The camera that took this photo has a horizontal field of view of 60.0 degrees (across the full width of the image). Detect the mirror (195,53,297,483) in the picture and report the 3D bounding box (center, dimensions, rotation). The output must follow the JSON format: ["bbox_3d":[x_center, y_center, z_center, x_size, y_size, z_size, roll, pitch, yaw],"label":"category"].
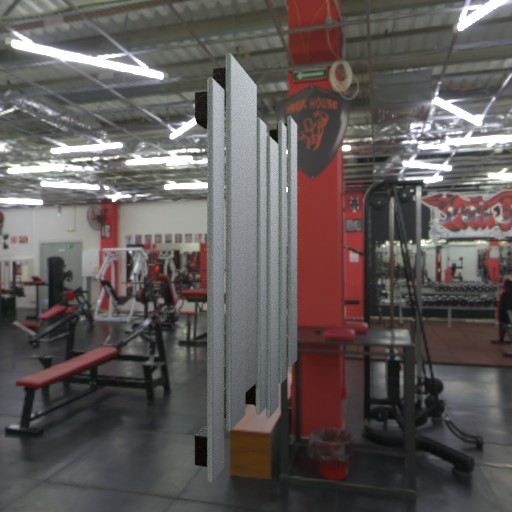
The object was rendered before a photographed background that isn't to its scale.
[{"bbox_3d":[0.000,0.000,0.795,0.058,0.611,0.445,0,0,17],"label":"mirror"}]
